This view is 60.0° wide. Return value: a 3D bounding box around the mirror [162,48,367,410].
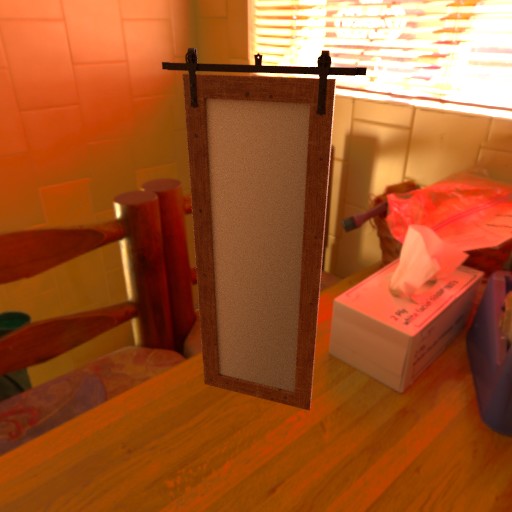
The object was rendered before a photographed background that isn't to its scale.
[{"bbox_3d":[0.000,0.000,2.116,0.847,1.793,0.042,9,29,17],"label":"mirror"}]
